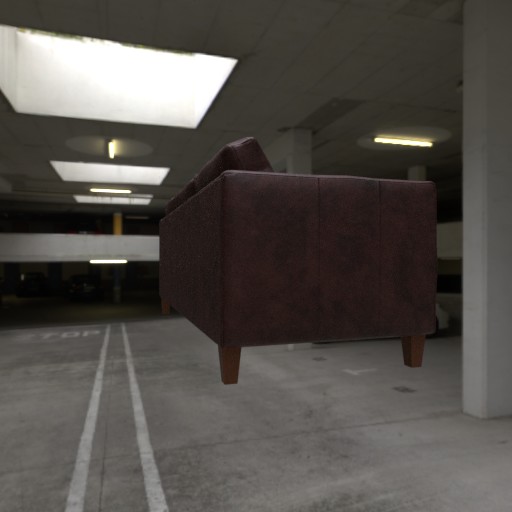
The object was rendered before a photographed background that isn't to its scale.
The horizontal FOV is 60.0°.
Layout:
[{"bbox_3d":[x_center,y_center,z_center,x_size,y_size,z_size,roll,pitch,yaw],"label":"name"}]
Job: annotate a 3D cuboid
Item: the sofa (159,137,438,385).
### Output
[{"bbox_3d":[0.000,0.000,2.971,1.045,1.006,2.464,0,0,-18],"label":"sofa"}]
